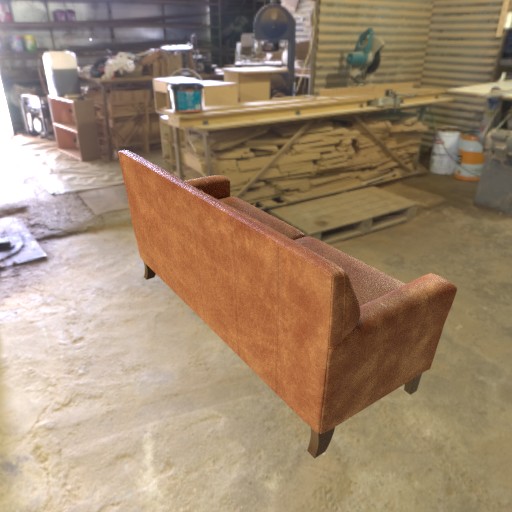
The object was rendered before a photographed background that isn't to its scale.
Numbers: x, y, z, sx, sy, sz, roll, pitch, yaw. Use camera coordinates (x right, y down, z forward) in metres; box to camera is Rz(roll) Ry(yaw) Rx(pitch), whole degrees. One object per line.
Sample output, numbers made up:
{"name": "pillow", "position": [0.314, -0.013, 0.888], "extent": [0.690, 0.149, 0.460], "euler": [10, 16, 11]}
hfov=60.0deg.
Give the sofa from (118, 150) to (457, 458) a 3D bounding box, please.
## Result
{"name": "sofa", "position": [0.000, 0.000, 2.570], "extent": [0.805, 0.947, 2.053], "euler": [-17, 32, -30]}
